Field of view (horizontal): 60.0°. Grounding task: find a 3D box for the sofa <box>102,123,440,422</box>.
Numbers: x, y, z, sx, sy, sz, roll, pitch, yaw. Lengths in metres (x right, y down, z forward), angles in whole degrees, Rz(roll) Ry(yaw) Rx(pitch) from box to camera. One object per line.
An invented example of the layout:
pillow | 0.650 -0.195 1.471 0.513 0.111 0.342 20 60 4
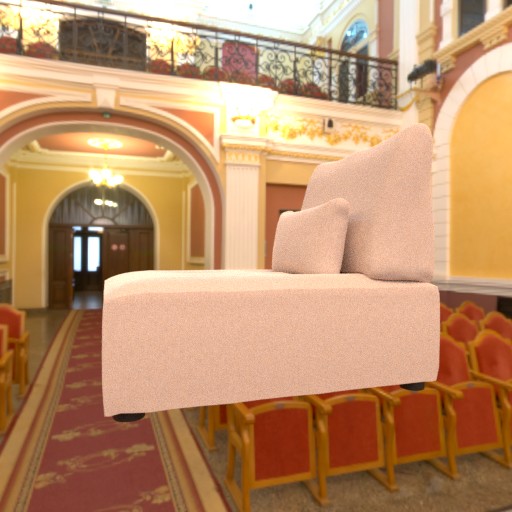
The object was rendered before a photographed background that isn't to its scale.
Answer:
sofa | 0.000 0.000 1.533 1.000 0.820 0.700 0 0 -19
